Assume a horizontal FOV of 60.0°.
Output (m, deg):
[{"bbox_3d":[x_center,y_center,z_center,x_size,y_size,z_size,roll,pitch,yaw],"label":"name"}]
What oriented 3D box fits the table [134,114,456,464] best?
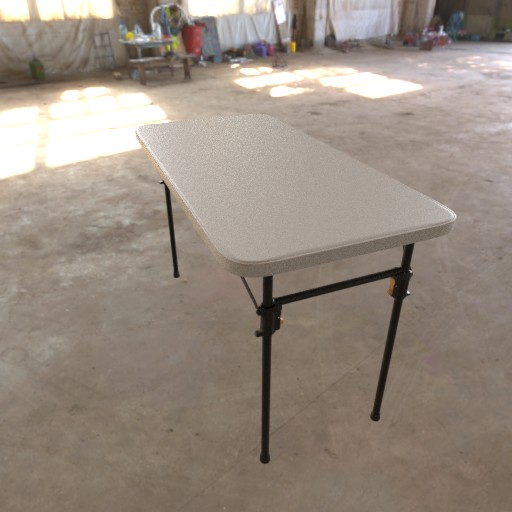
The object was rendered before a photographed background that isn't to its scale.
[{"bbox_3d":[0.000,0.000,1.628,0.610,0.729,1.219,-12,32,-19],"label":"table"}]
